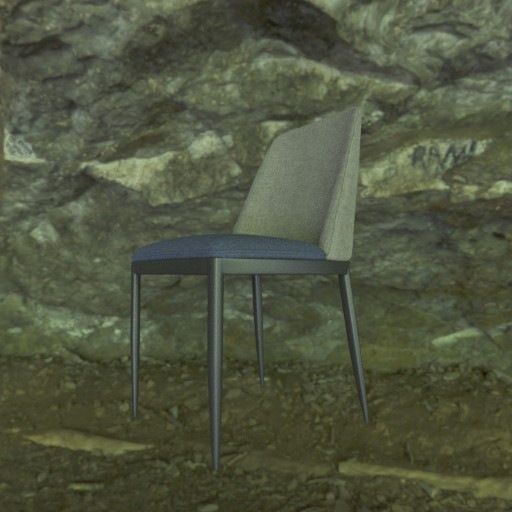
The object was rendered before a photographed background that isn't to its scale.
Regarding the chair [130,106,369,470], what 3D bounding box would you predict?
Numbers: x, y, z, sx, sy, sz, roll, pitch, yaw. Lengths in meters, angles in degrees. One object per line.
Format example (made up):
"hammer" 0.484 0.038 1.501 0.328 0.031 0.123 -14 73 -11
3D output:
"chair" 0.000 0.000 1.193 0.550 0.855 0.488 2 -3 -37
